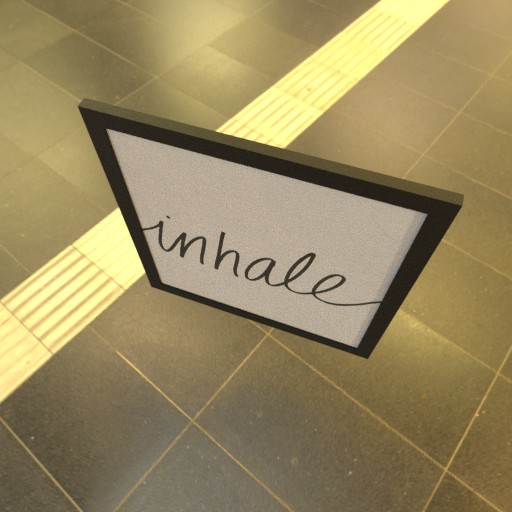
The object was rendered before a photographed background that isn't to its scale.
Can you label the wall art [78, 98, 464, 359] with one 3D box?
[{"bbox_3d":[0.000,0.000,0.540,0.356,0.356,0.013,17,59,11],"label":"wall art"}]
